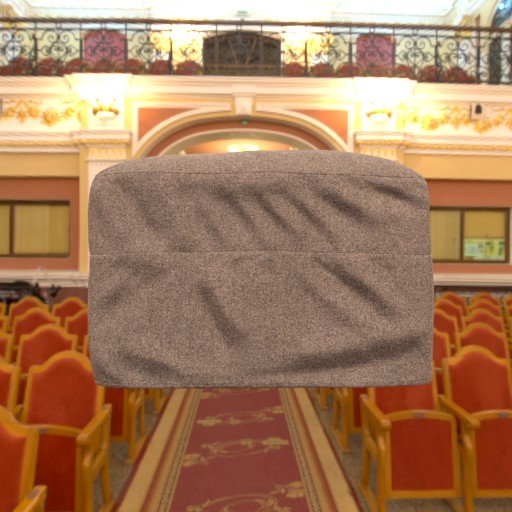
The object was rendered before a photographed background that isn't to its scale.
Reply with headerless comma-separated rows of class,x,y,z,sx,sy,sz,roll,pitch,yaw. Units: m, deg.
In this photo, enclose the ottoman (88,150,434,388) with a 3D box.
ottoman,0.000,0.000,1.216,0.683,0.481,0.837,0,0,-1
